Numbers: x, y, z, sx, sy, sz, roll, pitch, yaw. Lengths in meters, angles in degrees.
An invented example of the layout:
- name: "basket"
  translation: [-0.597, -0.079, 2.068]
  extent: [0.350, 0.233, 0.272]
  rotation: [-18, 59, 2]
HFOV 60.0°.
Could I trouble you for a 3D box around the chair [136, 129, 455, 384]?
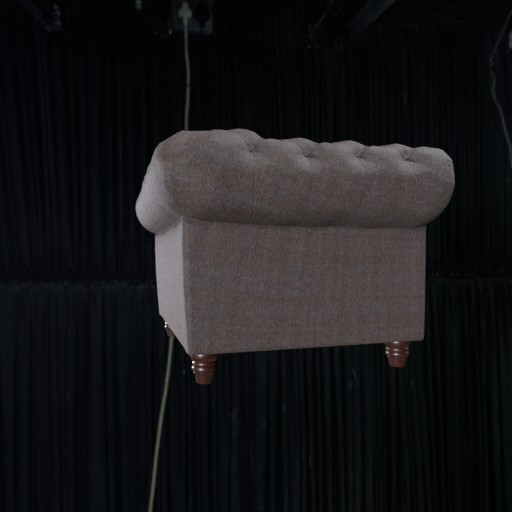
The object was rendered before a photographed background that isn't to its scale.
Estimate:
- name: "chair"
  translation: [0.000, 0.000, 1.865]
  extent: [0.945, 0.780, 1.298]
  rotation: [0, 0, -17]
